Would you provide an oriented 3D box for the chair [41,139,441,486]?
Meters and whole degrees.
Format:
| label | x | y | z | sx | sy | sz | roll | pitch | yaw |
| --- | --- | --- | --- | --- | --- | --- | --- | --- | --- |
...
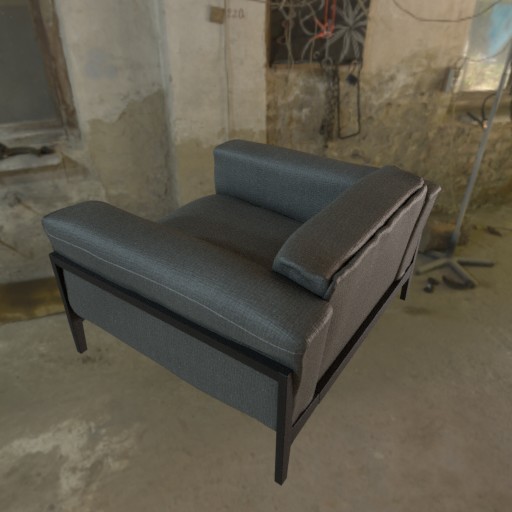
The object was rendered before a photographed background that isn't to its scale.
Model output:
| label | x | y | z | sx | sy | sz | roll | pitch | yaw |
| --- | --- | --- | --- | --- | --- | --- | --- | --- | --- |
| chair | 0.000 | 0.000 | 1.626 | 0.969 | 0.646 | 1.056 | 21 | 38 | 29 |
